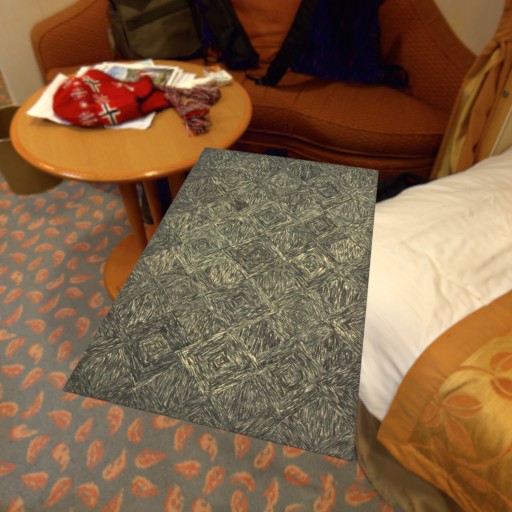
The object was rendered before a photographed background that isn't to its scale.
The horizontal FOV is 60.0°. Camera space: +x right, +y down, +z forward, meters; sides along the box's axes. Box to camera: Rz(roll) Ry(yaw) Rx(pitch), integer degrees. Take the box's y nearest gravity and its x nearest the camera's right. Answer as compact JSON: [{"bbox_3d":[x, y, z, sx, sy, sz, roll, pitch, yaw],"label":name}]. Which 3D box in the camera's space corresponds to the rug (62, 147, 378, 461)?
[{"bbox_3d":[0.000,0.000,2.934,1.478,0.017,2.330,10,47,9],"label":"rug"}]
